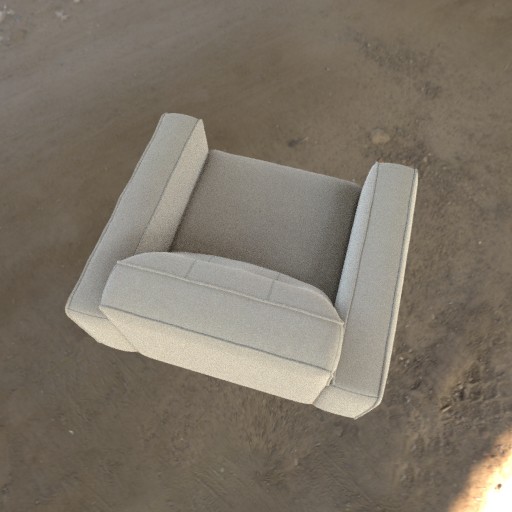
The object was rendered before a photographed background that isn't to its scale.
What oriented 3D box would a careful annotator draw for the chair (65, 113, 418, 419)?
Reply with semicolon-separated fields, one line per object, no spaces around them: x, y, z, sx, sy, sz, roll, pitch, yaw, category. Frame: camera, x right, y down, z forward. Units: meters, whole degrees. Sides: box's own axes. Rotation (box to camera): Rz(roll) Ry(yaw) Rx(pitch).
0.000;0.000;1.770;1.115;0.779;0.953;15;64;7;chair
